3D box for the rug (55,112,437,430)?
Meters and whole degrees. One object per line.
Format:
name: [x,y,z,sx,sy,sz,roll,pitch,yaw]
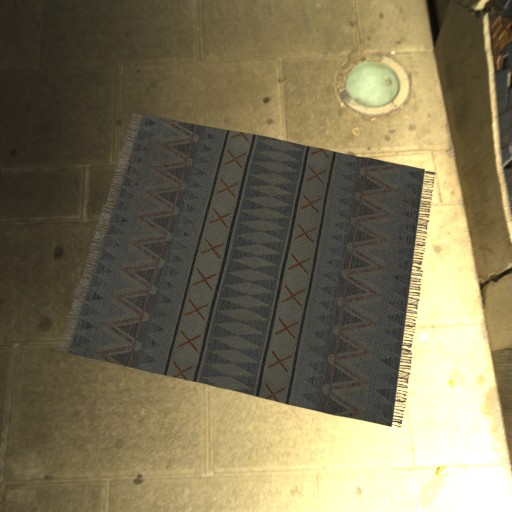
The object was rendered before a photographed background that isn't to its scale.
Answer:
rug: [0.000,0.000,3.976,3.000,0.012,2.371,12,76,3]
